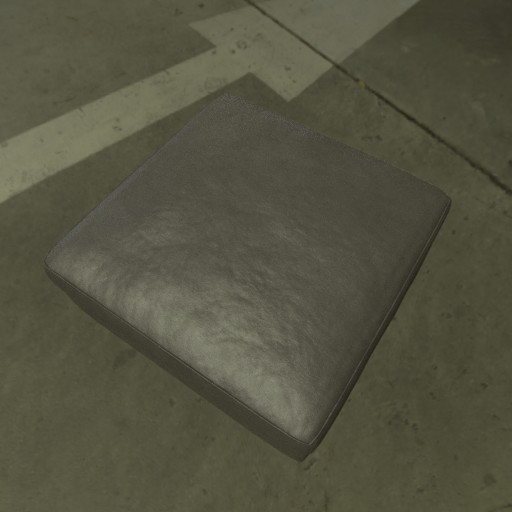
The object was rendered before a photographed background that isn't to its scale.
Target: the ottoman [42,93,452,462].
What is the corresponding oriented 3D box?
[{"bbox_3d":[0.000,0.000,1.325,0.844,0.415,0.836,30,63,17],"label":"ottoman"}]
